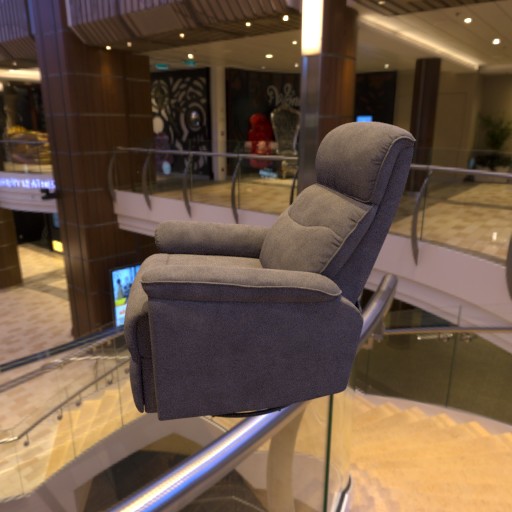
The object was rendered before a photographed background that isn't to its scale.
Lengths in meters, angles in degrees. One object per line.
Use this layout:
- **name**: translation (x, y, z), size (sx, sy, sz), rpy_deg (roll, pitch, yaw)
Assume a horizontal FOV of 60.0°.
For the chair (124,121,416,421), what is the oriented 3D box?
- **chair**: translation (0.000, 0.000, 1.784), size (1.009, 1.036, 0.830), rpy_deg (-2, 17, -8)
